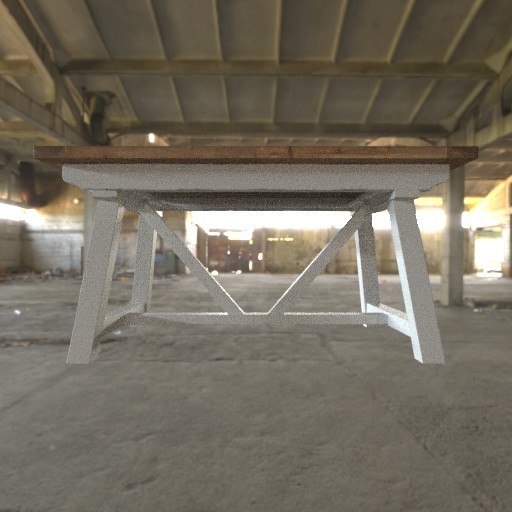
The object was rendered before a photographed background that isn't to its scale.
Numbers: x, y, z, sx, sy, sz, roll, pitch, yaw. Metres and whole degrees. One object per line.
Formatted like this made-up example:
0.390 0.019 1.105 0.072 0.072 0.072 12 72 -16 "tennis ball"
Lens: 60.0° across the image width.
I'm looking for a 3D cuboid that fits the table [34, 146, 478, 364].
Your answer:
0.000 0.000 1.959 1.503 0.743 0.922 0 0 0 "table"
